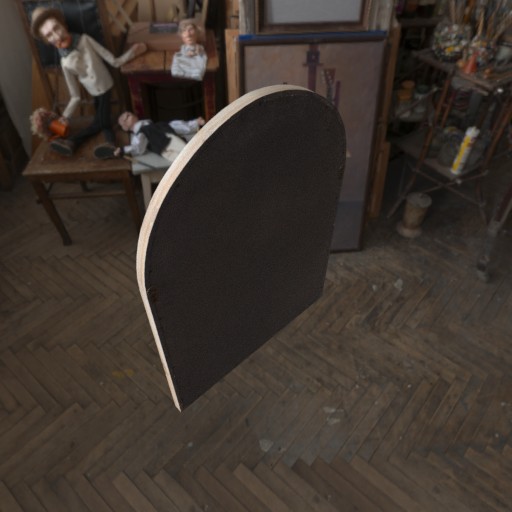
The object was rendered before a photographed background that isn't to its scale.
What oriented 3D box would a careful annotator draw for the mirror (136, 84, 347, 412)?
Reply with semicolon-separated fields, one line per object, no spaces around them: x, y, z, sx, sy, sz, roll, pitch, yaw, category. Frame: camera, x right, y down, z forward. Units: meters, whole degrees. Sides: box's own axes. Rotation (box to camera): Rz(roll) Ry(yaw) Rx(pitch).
0.000;0.000;1.196;0.660;0.920;0.032;-35;56;-28;mirror
